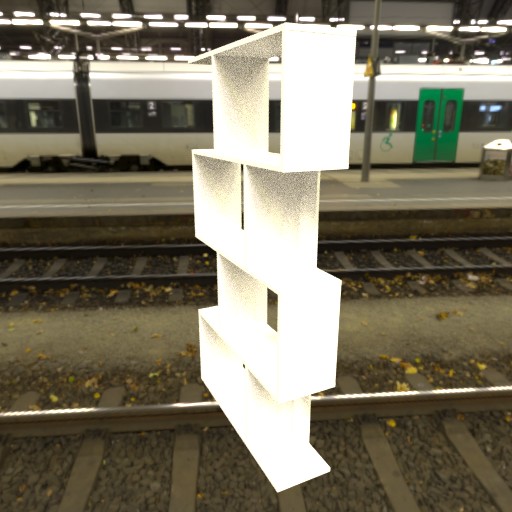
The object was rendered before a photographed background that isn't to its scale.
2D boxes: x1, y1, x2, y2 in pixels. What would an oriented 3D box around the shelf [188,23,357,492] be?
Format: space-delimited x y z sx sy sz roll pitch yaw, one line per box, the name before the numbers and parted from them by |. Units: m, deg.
shelf | 0.000 0.000 1.921 0.250 1.650 0.890 -8 19 -25
